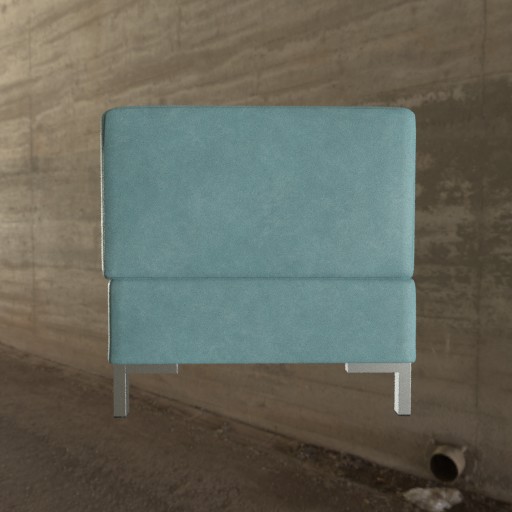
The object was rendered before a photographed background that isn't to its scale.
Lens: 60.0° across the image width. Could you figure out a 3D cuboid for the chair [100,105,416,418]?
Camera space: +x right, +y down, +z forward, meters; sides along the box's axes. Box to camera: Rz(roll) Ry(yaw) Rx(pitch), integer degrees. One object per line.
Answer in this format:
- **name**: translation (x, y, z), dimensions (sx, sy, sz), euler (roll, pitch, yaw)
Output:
- **chair**: translation (0.000, 0.000, 1.244), dimensions (0.680, 0.660, 0.680), euler (0, 2, -1)
